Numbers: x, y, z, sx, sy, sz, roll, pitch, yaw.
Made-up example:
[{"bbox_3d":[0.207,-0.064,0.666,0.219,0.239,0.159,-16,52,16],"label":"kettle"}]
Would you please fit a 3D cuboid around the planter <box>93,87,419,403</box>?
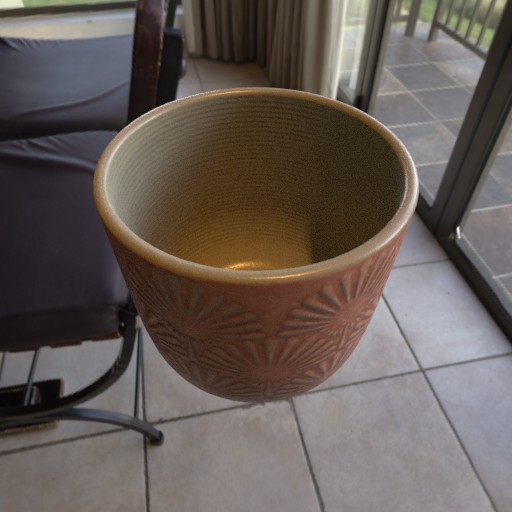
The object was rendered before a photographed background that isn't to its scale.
[{"bbox_3d":[0.000,0.000,0.212,0.124,0.109,0.124,0,47,0],"label":"planter"}]
